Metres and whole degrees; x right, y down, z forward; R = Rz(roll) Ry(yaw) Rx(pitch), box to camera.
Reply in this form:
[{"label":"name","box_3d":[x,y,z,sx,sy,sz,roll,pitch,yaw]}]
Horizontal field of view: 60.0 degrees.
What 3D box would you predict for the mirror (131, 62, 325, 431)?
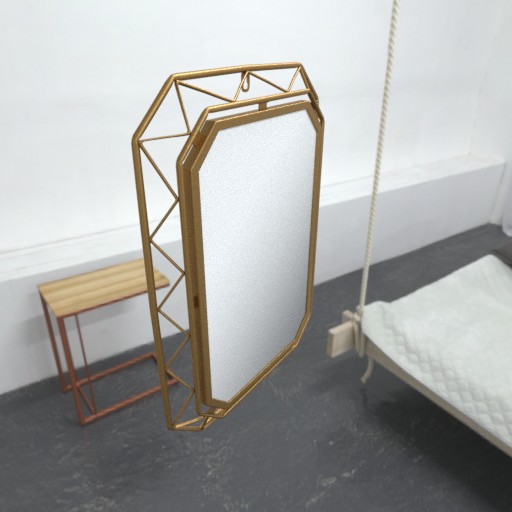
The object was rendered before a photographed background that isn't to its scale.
[{"label":"mirror","box_3d":[0.000,0.000,0.714,0.042,0.566,0.417,18,32,32]}]
